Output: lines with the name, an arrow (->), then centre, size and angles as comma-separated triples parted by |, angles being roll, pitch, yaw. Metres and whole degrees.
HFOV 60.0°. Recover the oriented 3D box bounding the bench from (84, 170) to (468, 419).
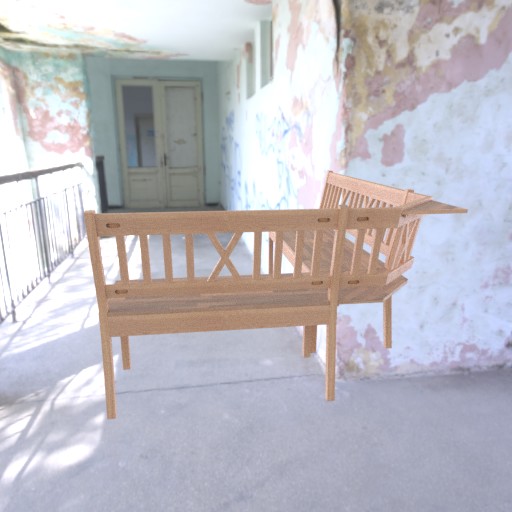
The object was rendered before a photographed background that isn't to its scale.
bench -> 0.000, 0.000, 2.757 | 1.537, 0.902, 1.937 | -2, 15, -8
